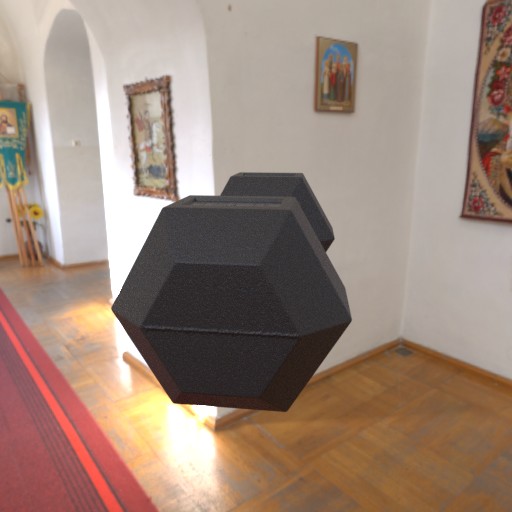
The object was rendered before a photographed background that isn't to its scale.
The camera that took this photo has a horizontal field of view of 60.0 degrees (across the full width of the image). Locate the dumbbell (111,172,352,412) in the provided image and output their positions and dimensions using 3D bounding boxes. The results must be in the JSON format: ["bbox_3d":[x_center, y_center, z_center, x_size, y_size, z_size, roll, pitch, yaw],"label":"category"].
[{"bbox_3d":[0.000,0.000,0.330,0.122,0.106,0.271,2,15,7],"label":"dumbbell"}]
